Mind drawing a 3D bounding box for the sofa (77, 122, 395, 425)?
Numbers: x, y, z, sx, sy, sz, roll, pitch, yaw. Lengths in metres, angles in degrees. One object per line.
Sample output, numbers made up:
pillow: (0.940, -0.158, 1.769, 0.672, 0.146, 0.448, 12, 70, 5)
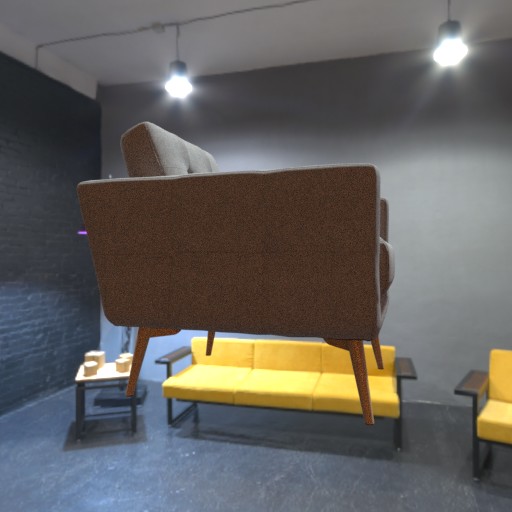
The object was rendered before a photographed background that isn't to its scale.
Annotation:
sofa: (0.000, 0.000, 1.546, 0.920, 0.860, 0.770, 0, 0, 18)
